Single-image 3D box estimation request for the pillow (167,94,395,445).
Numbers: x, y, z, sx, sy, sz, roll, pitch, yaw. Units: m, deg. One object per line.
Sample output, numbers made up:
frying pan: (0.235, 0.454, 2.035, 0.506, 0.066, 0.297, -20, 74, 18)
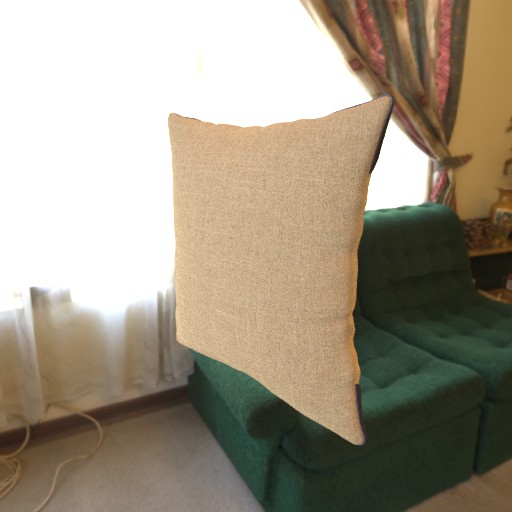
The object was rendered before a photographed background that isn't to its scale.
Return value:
pillow: (0.000, 0.000, 0.685, 0.147, 0.441, 0.440, -14, 20, -42)
